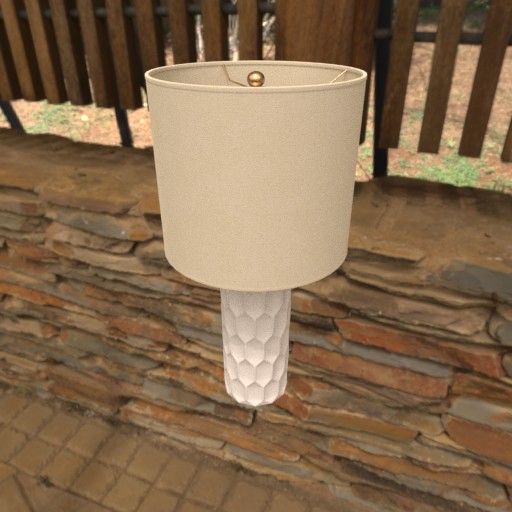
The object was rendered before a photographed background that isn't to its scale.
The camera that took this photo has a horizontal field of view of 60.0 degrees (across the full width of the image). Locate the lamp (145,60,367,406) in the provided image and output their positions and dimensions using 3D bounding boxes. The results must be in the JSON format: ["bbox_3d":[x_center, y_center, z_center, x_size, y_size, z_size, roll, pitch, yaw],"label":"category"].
[{"bbox_3d":[0.000,0.000,0.693,0.277,0.537,0.277,8,30,14],"label":"lamp"}]
